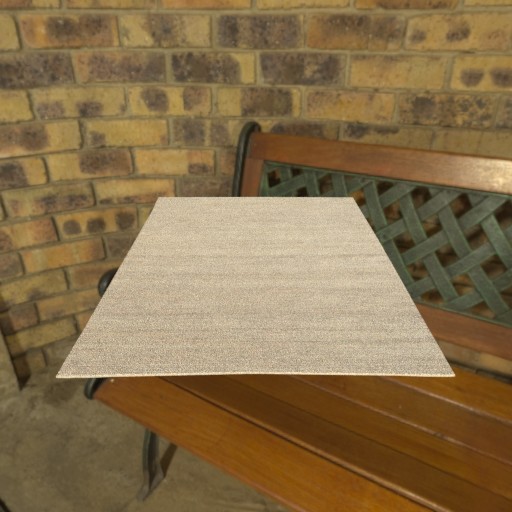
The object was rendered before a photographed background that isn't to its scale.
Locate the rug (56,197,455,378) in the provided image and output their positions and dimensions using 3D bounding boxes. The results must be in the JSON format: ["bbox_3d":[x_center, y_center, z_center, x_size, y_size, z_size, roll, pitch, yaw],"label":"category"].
[{"bbox_3d":[0.000,0.000,4.650,2.757,0.051,3.626,0,27,0],"label":"rug"}]
